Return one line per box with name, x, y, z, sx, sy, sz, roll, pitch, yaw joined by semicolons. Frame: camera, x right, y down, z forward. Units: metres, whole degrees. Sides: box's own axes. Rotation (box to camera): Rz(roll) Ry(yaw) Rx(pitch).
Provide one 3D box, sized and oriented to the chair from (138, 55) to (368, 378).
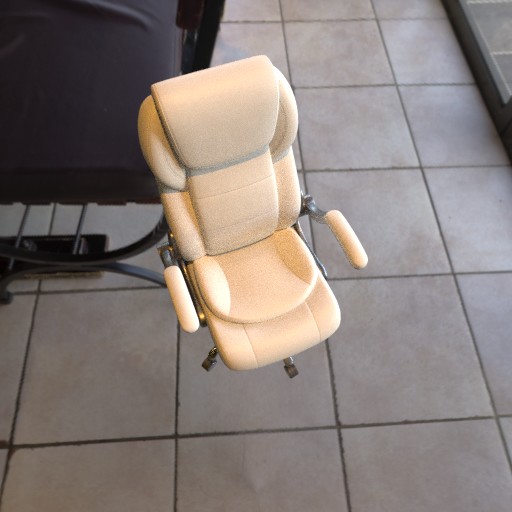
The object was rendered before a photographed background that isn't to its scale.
chair;0.000;0.000;1.848;0.755;1.330;0.806;-20;64;-10
